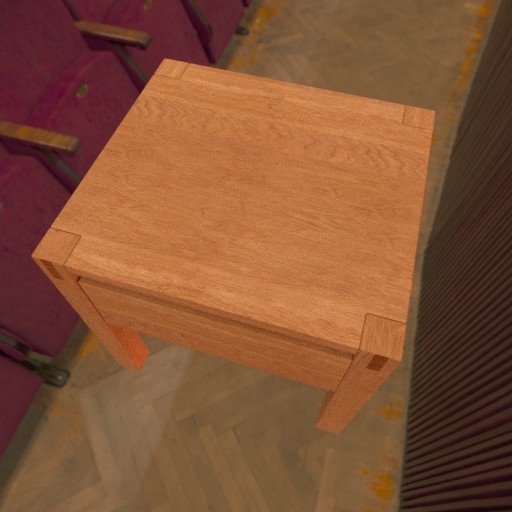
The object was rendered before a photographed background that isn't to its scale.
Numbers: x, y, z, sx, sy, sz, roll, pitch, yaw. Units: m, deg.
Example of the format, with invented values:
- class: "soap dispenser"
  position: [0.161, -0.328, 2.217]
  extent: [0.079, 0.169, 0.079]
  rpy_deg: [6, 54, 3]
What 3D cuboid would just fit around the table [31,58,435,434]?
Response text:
- class: "table"
  position: [0.000, 0.000, 0.841]
  extent: [0.480, 0.450, 0.440]
  rpy_deg: [15, 59, 9]
